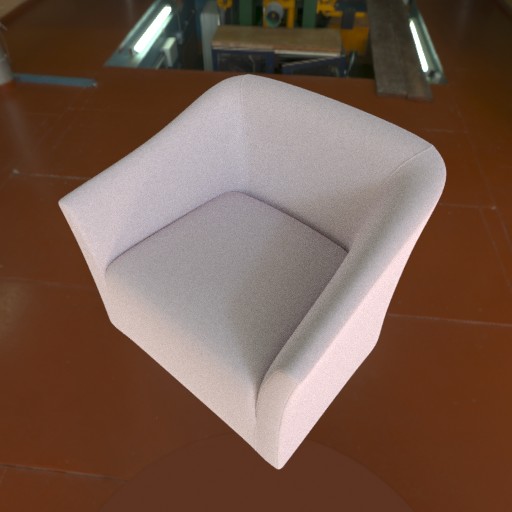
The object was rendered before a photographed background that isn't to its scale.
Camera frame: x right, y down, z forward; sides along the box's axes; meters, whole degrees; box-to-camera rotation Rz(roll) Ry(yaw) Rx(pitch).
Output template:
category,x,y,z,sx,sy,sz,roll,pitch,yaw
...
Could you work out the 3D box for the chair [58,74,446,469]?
category,x,y,z,sx,sy,sz,roll,pitch,yaw
chair,0.000,0.000,1.307,0.790,0.720,0.700,32,55,27
